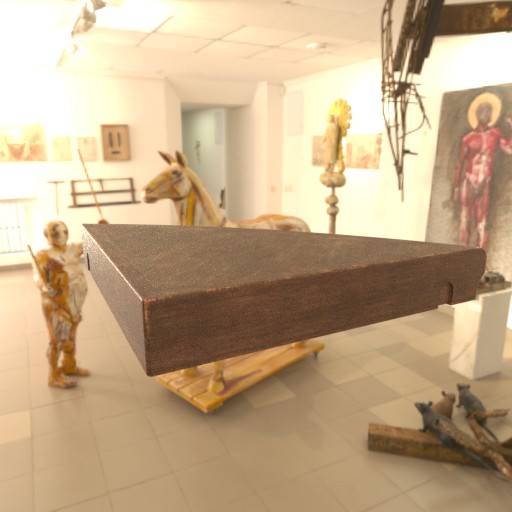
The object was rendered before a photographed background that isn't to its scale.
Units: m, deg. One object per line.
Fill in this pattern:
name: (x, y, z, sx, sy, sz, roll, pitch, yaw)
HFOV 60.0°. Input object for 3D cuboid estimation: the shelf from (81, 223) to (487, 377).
shelf: (0.000, 0.000, 0.465, 0.310, 0.050, 0.310, -7, 15, -27)
